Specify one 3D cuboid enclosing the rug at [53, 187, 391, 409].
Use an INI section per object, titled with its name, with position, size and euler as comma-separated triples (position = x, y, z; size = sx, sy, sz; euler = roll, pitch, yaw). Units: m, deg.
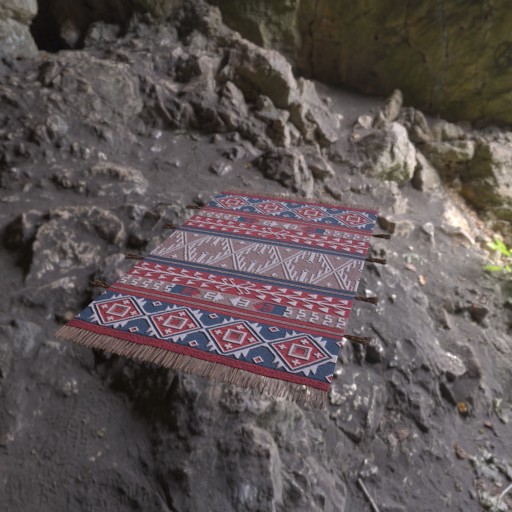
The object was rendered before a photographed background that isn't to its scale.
[rug]
position = 0.000, 0.000, 2.616
size = 1.469, 0.040, 2.025
euler = 10, 31, 17
